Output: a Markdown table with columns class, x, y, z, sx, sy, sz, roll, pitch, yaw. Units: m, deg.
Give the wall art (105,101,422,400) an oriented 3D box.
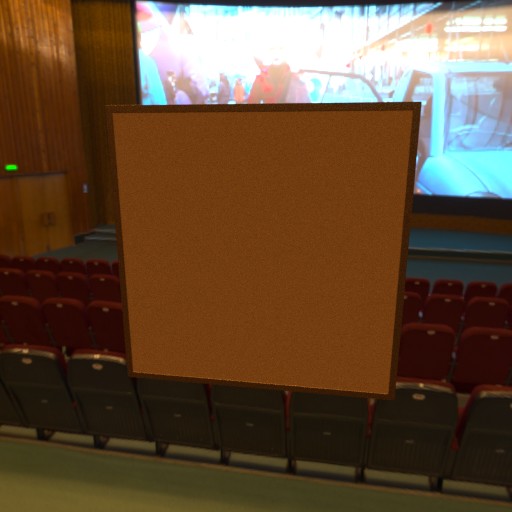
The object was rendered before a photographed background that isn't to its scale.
| class | x | y | z | sx | sy | sz | roll | pitch | yaw |
| --- | --- | --- | --- | --- | --- | --- | --- | --- | --- |
| wall art | 0.000 | 0.000 | 1.172 | 0.762 | 0.762 | 0.038 | 2 | 15 | 9 |
